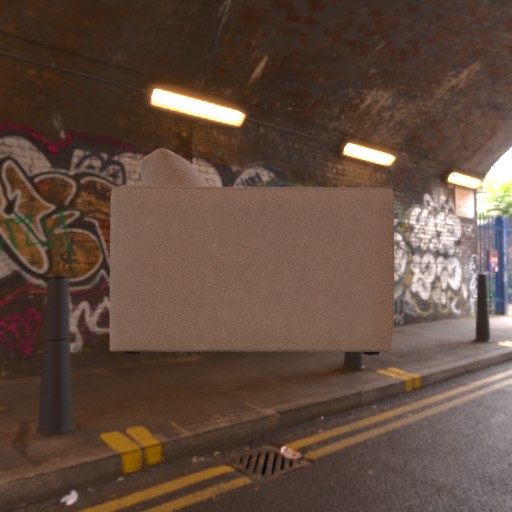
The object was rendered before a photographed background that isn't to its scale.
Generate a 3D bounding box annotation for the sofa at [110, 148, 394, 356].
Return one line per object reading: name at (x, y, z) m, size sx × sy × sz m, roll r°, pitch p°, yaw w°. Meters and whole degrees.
sofa at (0.000, 0.000, 2.780) m, size 1.090 × 0.838 × 2.588 m, roll 0°, pitch -2°, yaw 1°
